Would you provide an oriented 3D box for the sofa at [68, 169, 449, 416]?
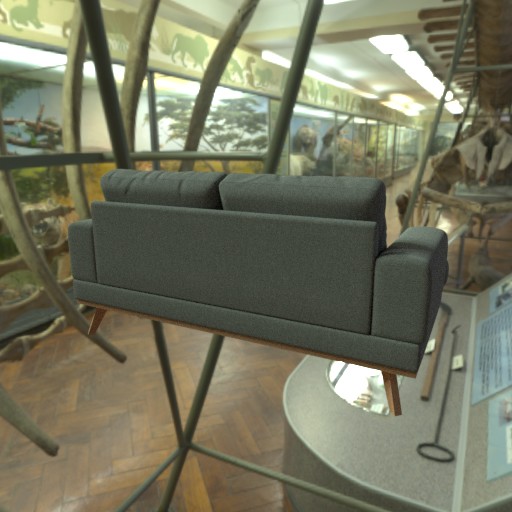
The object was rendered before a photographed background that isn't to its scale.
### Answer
[{"bbox_3d":[0.000,0.000,2.102,1.650,0.810,0.785,7,16,26],"label":"sofa"}]
